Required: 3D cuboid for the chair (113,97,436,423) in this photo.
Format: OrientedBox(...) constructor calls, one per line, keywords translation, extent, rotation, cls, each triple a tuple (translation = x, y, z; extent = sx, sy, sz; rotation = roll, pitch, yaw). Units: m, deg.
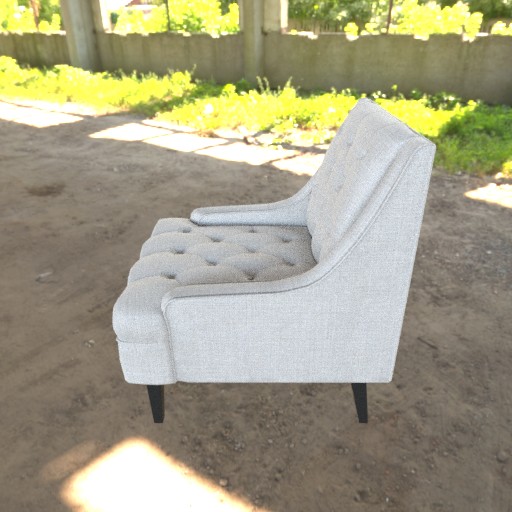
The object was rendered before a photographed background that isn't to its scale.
OrientedBox(translation=(0.000, 0.000, 1.414), extent=(0.772, 0.891, 0.658), rotation=(0, 28, 0), cls="chair")
